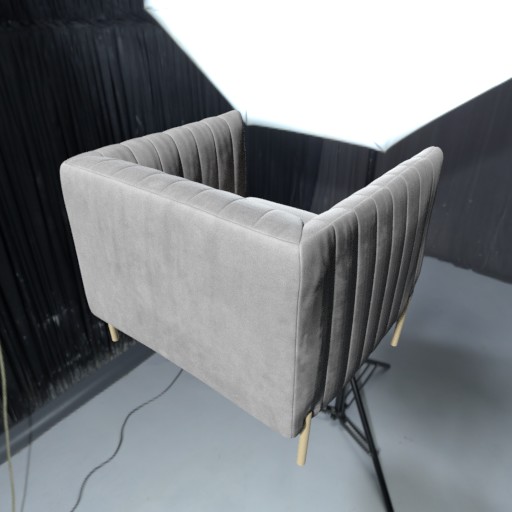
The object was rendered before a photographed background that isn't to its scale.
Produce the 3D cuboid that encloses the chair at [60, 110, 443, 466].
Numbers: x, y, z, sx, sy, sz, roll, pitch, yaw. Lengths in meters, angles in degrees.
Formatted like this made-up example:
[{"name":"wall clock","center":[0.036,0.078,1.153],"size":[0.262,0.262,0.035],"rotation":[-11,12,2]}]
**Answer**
[{"name":"chair","center":[0.000,0.000,1.598],"size":[0.981,0.779,0.873],"rotation":[22,37,32]}]
